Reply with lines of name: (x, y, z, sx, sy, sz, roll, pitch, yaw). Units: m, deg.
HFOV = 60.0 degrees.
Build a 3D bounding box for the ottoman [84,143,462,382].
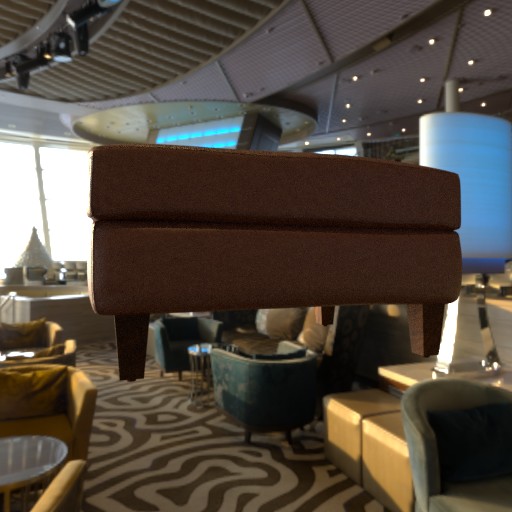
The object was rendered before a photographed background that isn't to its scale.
ottoman: (0.000, 0.000, 1.208, 0.851, 0.485, 0.650, 0, -1, -18)
